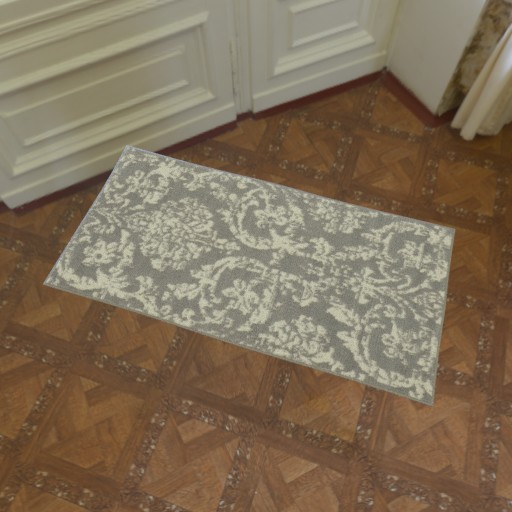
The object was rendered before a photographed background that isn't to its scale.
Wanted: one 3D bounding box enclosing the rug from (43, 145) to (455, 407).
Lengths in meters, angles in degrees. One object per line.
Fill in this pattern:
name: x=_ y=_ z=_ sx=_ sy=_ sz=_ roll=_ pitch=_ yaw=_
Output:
rug: x=0.000 y=0.000 z=1.446 sx=1.219 sy=0.007 sz=0.604 roll=16 pitch=63 yaw=8
